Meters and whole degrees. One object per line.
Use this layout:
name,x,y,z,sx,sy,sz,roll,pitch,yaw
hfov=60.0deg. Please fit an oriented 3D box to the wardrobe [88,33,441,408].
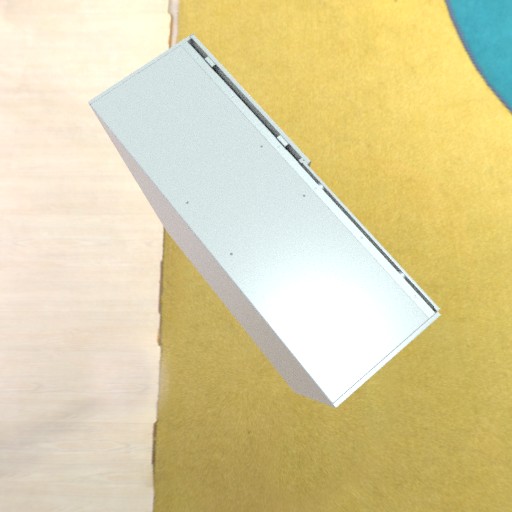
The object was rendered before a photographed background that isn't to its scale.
wardrobe,0.000,0.000,2.922,0.629,1.960,1.780,-38,78,-10
